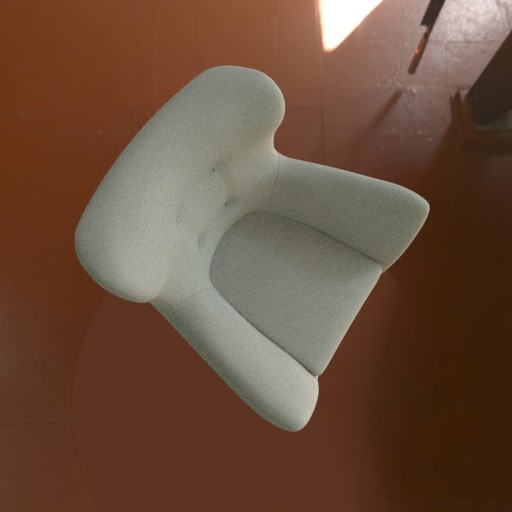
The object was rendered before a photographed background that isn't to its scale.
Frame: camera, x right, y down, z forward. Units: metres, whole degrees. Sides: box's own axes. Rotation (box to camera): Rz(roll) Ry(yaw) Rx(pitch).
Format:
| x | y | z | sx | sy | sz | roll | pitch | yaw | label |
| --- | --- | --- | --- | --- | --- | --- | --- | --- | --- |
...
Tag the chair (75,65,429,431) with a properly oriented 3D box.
| x | y | z | sx | sy | sz | roll | pitch | yaw | label |
| --- | --- | --- | --- | --- | --- | --- | --- | --- | --- |
| 0.000 | 0.000 | 1.616 | 0.889 | 0.889 | 0.890 | 32 | 76 | 9 | chair |
